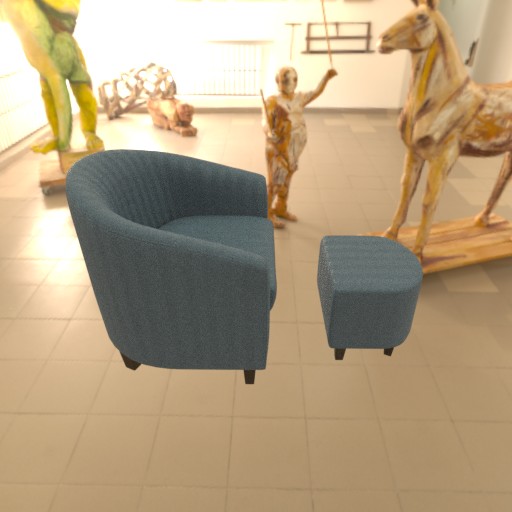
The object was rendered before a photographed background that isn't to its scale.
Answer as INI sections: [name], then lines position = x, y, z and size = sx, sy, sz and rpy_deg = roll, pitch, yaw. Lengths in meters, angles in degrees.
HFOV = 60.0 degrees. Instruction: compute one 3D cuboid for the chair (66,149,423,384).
[chair]
position = 0.000, 0.000, 1.732
size = 1.288, 0.757, 0.756
rpy_deg = 0, 32, 1
